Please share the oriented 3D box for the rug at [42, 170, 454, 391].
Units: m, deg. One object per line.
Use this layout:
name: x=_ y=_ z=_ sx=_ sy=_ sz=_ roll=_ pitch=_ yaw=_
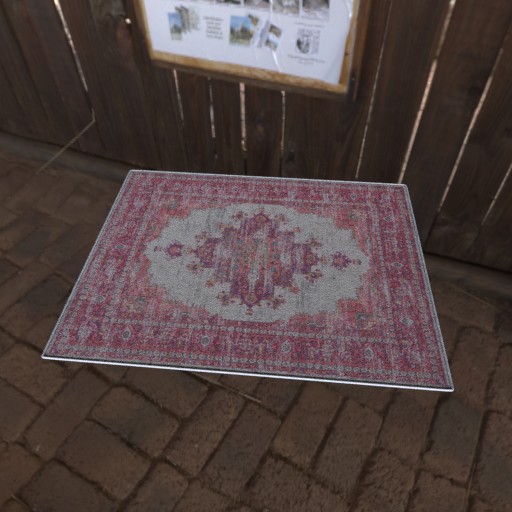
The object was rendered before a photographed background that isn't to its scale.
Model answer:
rug: x=0.000 y=0.000 z=4.159 sx=3.123 sy=0.017 sz=2.447 roll=4 pitch=47 yaw=3
